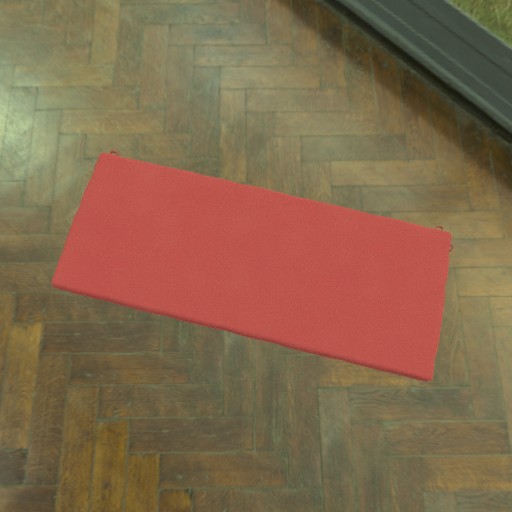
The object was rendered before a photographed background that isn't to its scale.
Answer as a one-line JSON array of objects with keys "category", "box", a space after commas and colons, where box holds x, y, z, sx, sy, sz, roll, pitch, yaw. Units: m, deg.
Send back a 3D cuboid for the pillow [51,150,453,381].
[{"category": "pillow", "box": [0.000, 0.000, 1.366, 1.187, 0.081, 0.492, 14, 75, 4]}]
